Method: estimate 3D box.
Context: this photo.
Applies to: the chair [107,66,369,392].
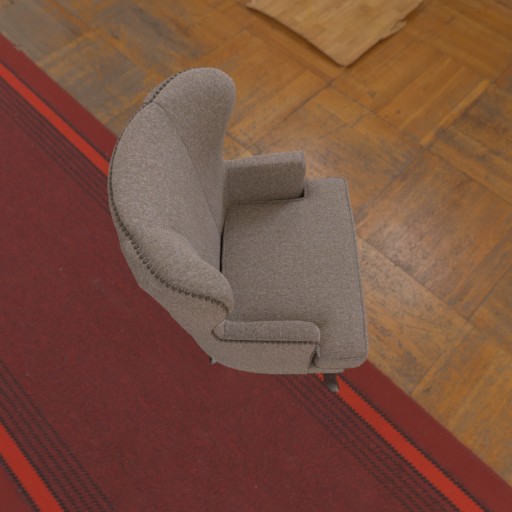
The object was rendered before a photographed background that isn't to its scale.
[{"bbox_3d":[0.000,0.000,1.590,0.758,1.060,0.759,-1,62,0],"label":"chair"}]
